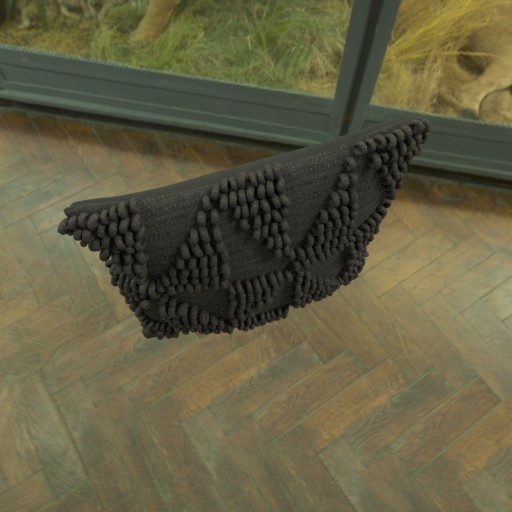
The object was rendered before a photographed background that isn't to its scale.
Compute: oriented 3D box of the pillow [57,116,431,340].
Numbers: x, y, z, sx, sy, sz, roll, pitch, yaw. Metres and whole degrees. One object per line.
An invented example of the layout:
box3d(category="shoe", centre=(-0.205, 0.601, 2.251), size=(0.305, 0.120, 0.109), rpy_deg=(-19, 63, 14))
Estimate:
box3d(category="pillow", centre=(0.000, 0.000, 0.722), size=(0.470, 0.467, 0.172), rpy_deg=(-17, 64, -8))
